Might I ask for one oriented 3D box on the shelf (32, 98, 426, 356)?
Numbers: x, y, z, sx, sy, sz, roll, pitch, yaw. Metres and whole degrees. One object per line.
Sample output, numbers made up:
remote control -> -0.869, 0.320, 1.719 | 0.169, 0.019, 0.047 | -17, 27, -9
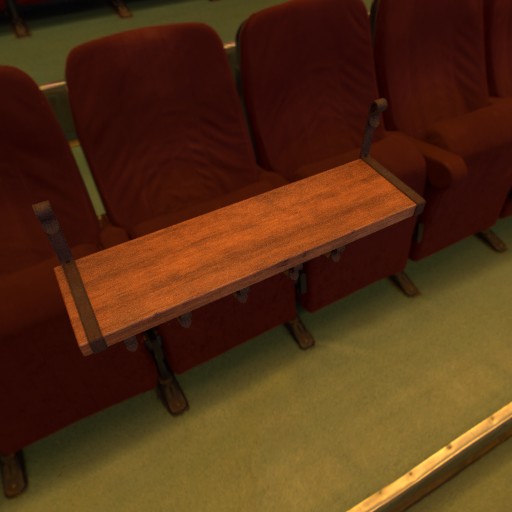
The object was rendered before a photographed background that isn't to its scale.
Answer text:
shelf -> 0.000, 0.000, 0.692 | 0.567, 0.330, 0.146 | -22, 51, -19
